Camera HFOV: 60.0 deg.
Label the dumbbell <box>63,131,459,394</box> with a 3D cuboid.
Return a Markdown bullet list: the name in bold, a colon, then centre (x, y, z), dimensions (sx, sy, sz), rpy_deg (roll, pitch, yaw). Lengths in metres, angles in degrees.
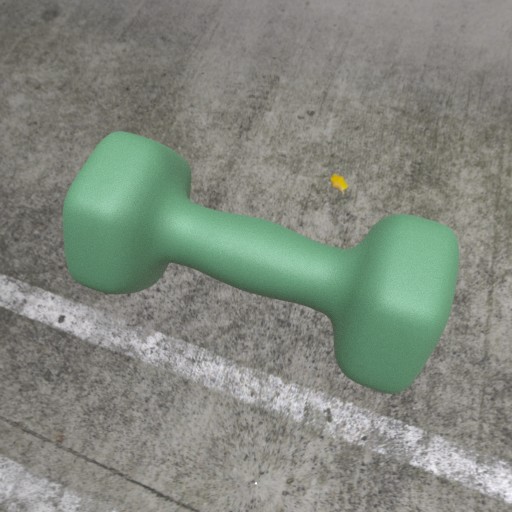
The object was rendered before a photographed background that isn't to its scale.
- **dumbbell**: centre (0.000, 0.000, 0.315), dimensions (0.257, 0.114, 0.126), rpy_deg (18, 64, 9)
